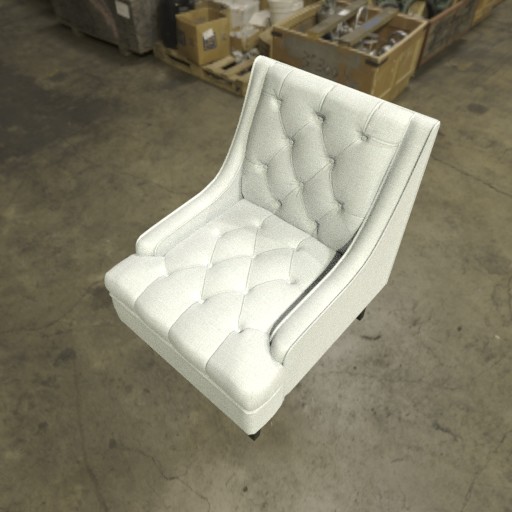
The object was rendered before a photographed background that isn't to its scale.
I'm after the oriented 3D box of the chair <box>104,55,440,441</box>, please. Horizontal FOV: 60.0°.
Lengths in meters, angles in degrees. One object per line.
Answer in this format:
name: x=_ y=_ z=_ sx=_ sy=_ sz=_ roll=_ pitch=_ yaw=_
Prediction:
chair: x=0.000 y=0.000 z=1.422 sx=0.658 sy=0.891 sz=0.772 roll=33 pitch=55 yaw=27
